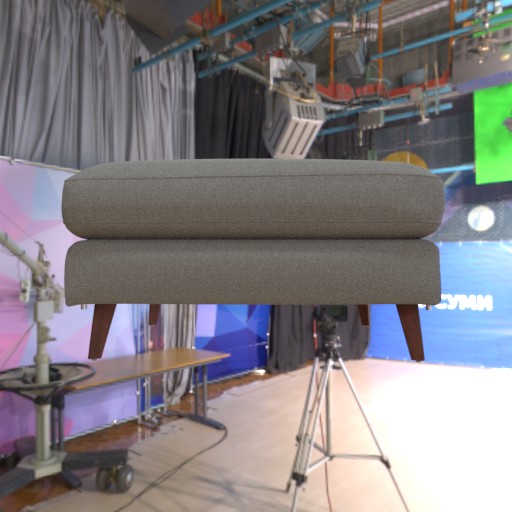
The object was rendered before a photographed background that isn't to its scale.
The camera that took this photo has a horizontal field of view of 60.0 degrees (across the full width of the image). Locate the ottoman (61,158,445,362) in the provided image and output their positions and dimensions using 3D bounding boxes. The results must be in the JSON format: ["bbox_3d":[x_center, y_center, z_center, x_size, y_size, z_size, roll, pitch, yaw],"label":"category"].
[{"bbox_3d":[0.000,0.000,1.180,0.811,0.449,0.608,0,0,1],"label":"ottoman"}]
